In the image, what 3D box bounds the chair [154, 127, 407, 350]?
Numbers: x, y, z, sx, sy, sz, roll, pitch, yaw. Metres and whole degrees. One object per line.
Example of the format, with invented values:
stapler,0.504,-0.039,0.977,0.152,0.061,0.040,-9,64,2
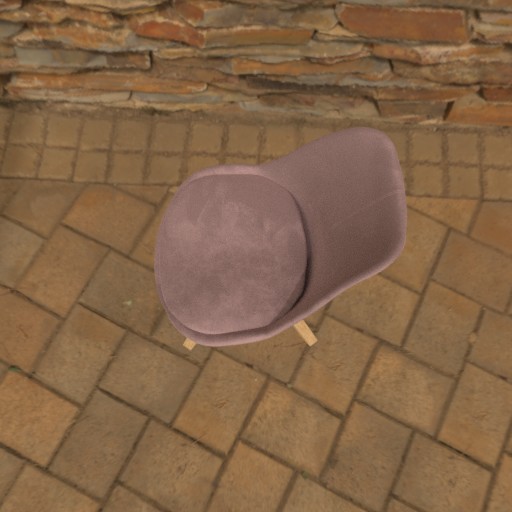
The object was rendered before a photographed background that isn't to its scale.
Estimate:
chair,0.000,0.000,1.204,0.550,0.850,0.485,-2,74,-1
